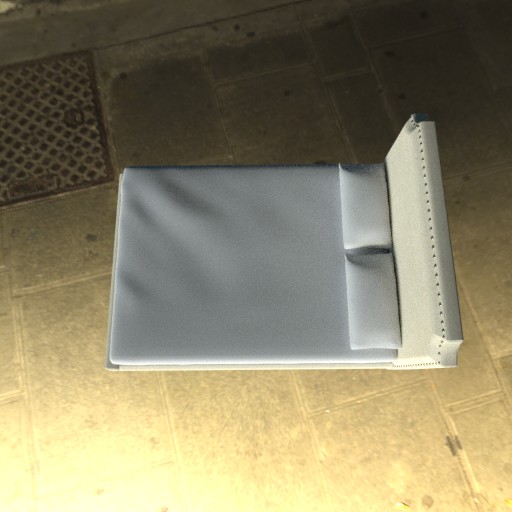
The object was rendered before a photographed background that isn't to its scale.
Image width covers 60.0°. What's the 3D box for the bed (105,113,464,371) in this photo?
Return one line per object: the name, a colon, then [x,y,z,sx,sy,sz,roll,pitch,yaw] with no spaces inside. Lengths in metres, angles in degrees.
bed: [0.000,0.000,3.424,2.381,1.457,1.713,0,75,0]
